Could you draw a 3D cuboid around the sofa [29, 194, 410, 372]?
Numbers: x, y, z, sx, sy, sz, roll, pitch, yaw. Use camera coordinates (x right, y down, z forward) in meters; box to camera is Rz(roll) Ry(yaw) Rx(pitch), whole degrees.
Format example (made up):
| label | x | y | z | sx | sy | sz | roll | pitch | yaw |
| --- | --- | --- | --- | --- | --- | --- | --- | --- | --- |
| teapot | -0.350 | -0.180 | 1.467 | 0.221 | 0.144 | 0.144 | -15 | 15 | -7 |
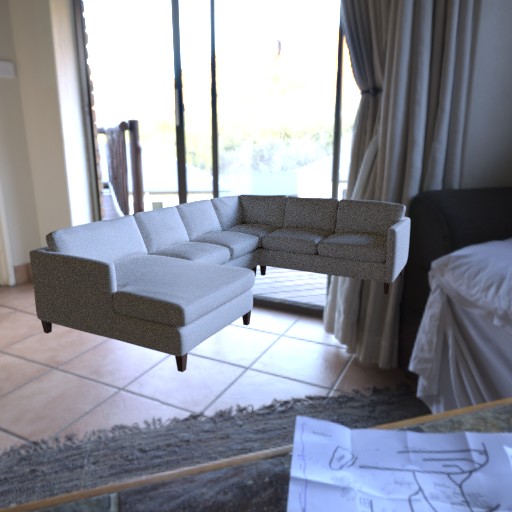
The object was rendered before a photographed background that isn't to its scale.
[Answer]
| label | x | y | z | sx | sy | sz | roll | pitch | yaw |
| --- | --- | --- | --- | --- | --- | --- | --- | --- | --- |
| sofa | 0.000 | 0.000 | 4.676 | 2.593 | 0.956 | 3.459 | 7 | 16 | 27 |
